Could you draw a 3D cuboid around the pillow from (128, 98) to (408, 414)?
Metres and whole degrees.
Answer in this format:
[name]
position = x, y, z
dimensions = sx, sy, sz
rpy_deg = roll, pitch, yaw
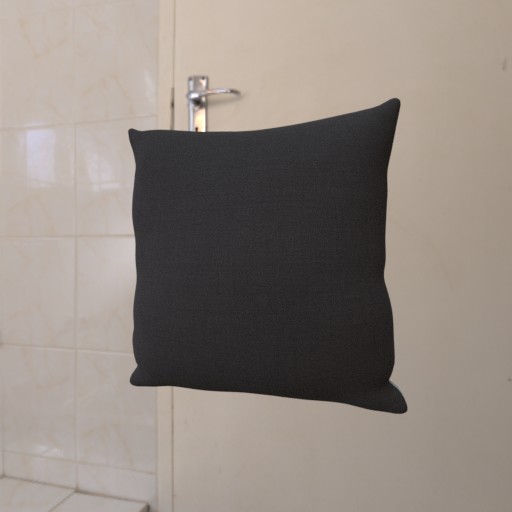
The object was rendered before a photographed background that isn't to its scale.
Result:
[pillow]
position = 0.000, 0.000, 0.774
dimensions = 0.503, 0.496, 0.208
rpy_deg = 0, 1, 18
